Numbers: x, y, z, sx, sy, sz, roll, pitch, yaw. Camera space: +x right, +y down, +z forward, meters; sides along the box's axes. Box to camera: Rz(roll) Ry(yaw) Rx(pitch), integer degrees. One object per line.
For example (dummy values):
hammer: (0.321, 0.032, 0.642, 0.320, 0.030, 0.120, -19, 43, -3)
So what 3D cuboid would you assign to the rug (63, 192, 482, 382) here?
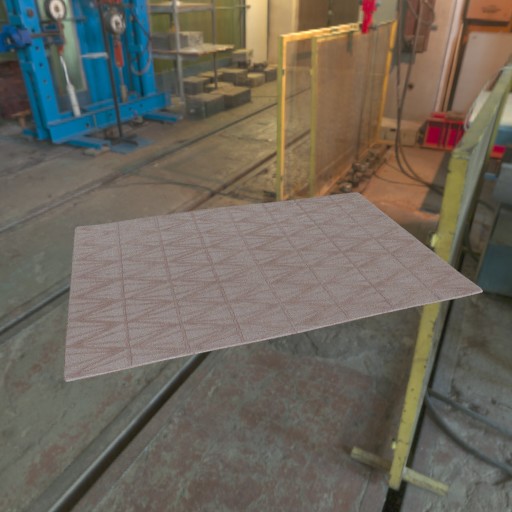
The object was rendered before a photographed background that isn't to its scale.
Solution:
rug: (0.000, 0.000, 2.320, 1.837, 0.025, 1.230, -9, 33, -15)
